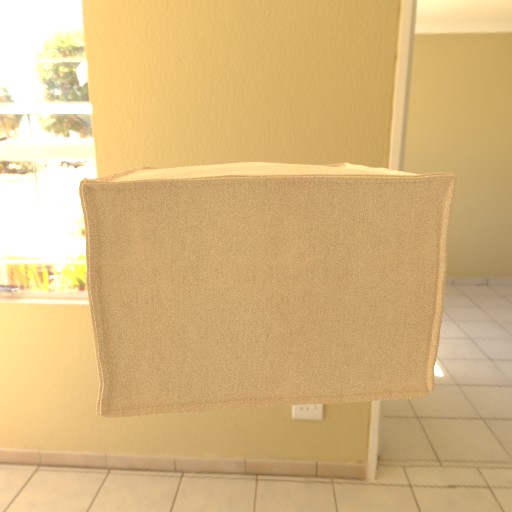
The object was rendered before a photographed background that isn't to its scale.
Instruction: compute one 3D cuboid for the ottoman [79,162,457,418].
[{"bbox_3d":[0.000,0.000,1.137,0.707,0.470,0.696,-1,14,-6],"label":"ottoman"}]
